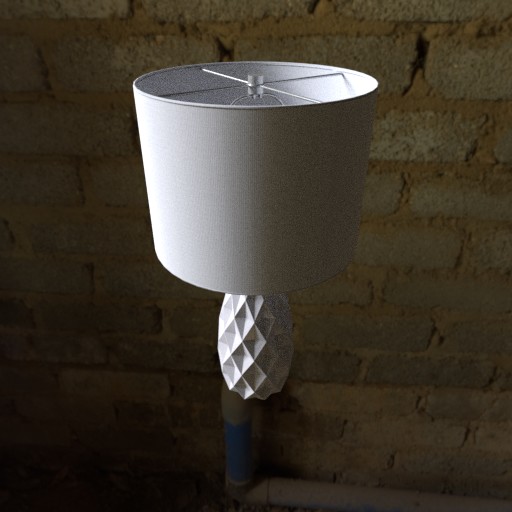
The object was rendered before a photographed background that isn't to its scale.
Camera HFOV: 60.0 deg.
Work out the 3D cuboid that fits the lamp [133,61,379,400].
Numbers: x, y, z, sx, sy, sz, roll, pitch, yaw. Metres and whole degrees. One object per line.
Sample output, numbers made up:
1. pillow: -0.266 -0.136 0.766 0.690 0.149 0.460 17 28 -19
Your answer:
1. lamp: 0.000 0.000 0.682 0.297 0.522 0.297 0 31 0
